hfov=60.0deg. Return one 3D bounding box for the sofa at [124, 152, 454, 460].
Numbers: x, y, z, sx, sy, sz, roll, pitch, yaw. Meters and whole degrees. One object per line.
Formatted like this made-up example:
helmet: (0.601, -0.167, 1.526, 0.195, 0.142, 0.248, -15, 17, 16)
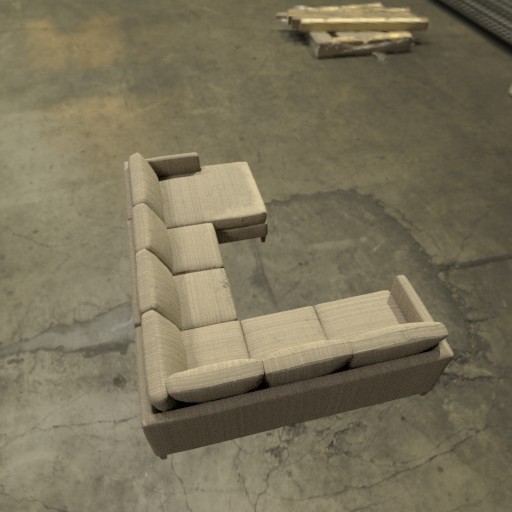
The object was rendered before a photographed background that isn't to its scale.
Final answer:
sofa: (0.000, 0.000, 4.764, 2.594, 0.961, 3.460, -10, 48, -9)
